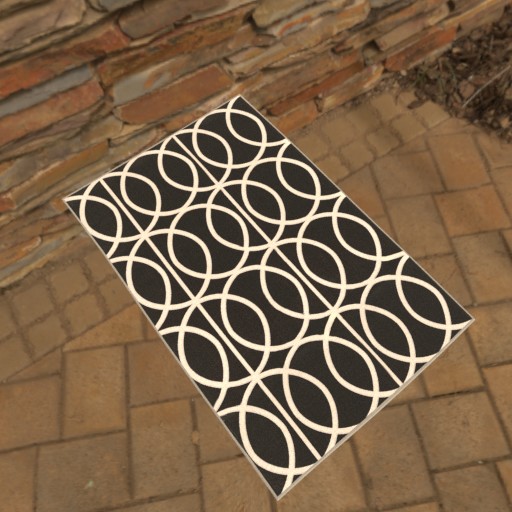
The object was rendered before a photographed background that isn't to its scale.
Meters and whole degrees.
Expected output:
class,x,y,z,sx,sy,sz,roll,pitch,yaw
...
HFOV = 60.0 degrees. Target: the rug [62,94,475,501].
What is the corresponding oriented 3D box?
class,x,y,z,sx,sy,sz,roll,pitch,yaw
rug,0.000,0.000,2.805,1.528,0.014,2.294,-36,70,-15
